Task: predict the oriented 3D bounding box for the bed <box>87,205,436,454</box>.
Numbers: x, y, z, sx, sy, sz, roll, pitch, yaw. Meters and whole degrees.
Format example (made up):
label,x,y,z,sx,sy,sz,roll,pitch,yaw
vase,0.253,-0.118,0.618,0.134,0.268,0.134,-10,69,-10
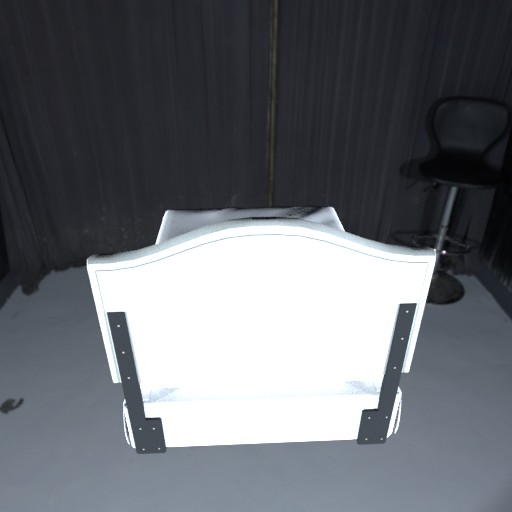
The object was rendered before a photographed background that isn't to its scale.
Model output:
label,x,y,z,sx,sy,sz,roll,pitch,yaw
bed,0.000,0.000,3.389,1.813,1.607,2.180,-1,31,-2
